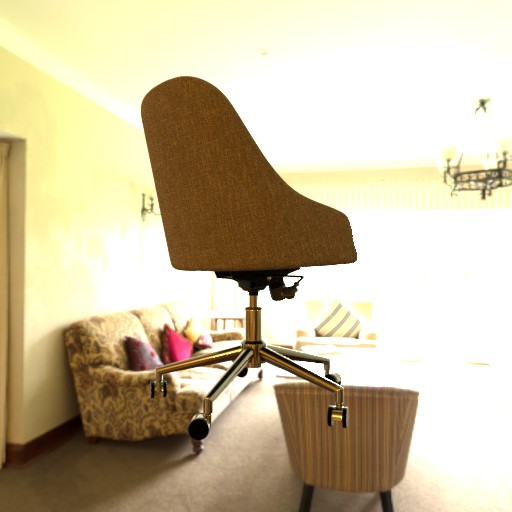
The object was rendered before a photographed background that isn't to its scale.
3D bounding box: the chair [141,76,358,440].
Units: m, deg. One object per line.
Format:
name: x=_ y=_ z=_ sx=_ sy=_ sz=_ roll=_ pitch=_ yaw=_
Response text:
chair: x=0.000 y=0.000 z=1.437 sx=0.712 sy=0.950 sz=0.671 roll=1 pitch=-1 yaw=-37
